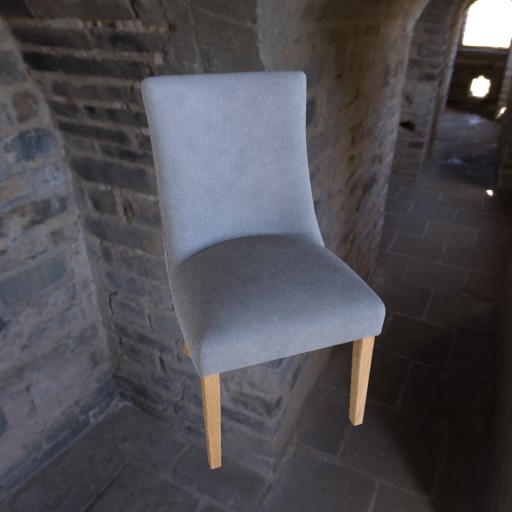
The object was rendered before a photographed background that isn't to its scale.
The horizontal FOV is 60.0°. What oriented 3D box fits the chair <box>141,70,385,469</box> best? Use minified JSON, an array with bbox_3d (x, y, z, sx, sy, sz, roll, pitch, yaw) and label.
[{"bbox_3d":[0.000,0.000,1.246,0.495,0.902,0.610,-10,30,-17],"label":"chair"}]
